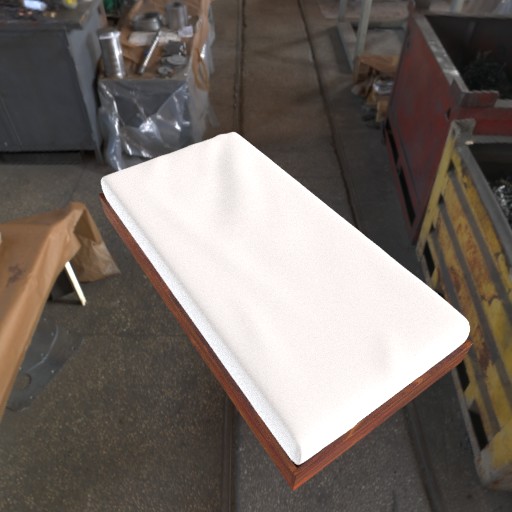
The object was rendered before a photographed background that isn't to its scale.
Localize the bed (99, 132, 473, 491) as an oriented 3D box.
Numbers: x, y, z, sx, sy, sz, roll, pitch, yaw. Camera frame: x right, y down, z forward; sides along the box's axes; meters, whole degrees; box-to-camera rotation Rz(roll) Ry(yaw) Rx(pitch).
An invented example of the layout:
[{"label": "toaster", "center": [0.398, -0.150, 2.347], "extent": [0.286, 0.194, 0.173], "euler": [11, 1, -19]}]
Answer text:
[{"label": "bed", "center": [0.000, 0.000, 2.209], "extent": [0.940, 0.312, 1.860], "euler": [-26, 51, -23]}]
